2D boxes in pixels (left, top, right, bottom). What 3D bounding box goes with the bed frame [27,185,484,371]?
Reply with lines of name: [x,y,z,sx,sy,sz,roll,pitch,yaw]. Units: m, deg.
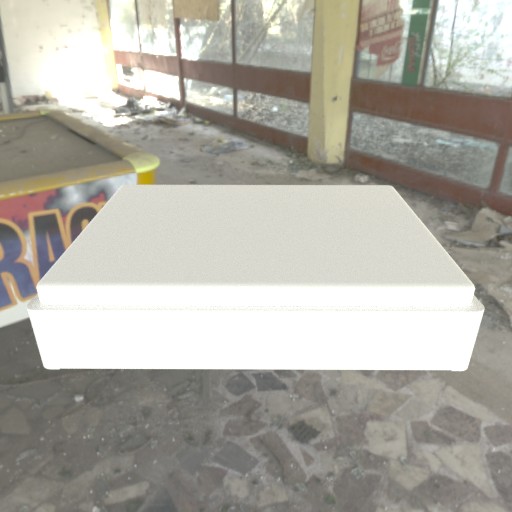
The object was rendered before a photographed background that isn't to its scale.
bed frame: [0.000,0.000,2.480,1.900,0.406,1.400,0,28,0]
